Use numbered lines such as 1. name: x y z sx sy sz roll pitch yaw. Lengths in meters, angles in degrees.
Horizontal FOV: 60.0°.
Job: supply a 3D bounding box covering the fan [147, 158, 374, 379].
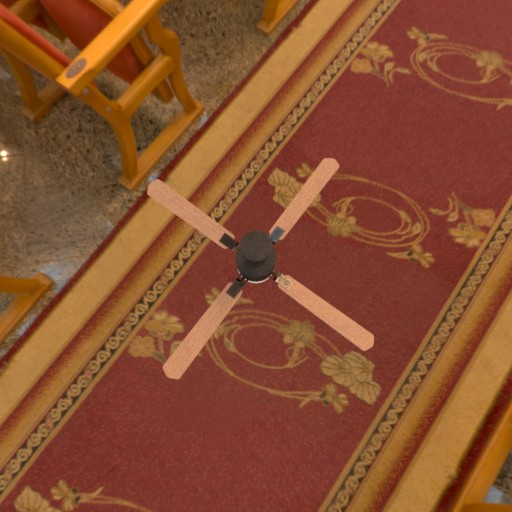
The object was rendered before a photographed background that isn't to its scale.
1. fan: 0.000 0.000 2.003 1.320 0.355 1.320 36 79 8
